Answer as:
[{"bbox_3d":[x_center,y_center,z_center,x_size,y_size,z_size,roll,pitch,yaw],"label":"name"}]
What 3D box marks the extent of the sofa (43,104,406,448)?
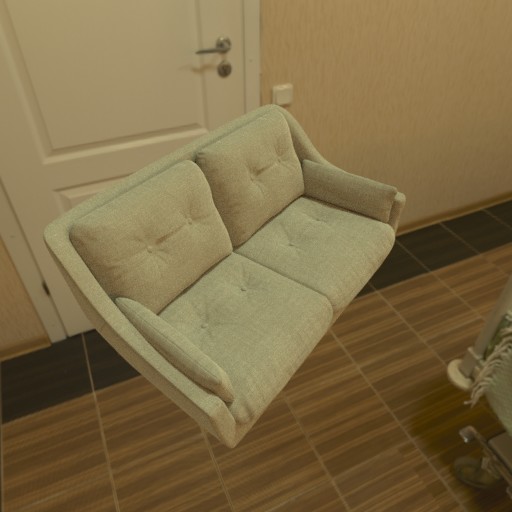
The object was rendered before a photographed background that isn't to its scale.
[{"bbox_3d":[0.000,0.000,2.202,0.965,0.888,1.652,26,47,27],"label":"sofa"}]
